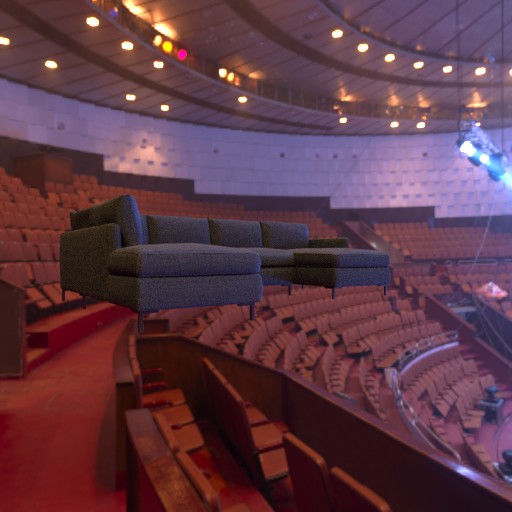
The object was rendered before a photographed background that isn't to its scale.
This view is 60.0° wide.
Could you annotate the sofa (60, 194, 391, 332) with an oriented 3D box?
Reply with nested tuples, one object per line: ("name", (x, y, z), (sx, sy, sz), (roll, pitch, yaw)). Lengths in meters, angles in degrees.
("sofa", (0.000, 0.000, 3.685), (2.737, 0.753, 1.879), (0, 0, -35))
